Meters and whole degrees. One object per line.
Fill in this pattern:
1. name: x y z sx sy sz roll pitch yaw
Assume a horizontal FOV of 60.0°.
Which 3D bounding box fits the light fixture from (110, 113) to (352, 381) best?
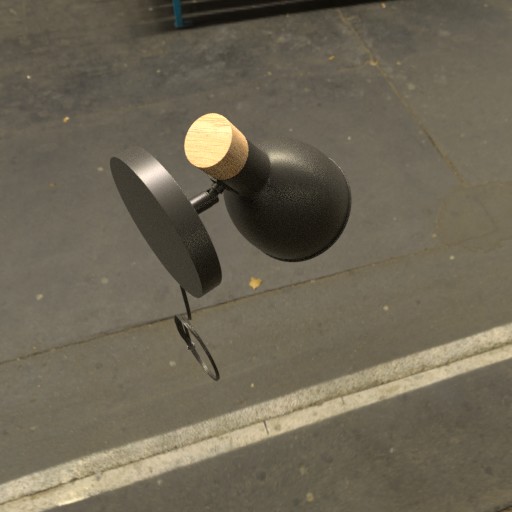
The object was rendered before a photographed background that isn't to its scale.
1. light fixture: 0.000 0.000 0.489 0.203 0.401 0.127 -34 62 -20
